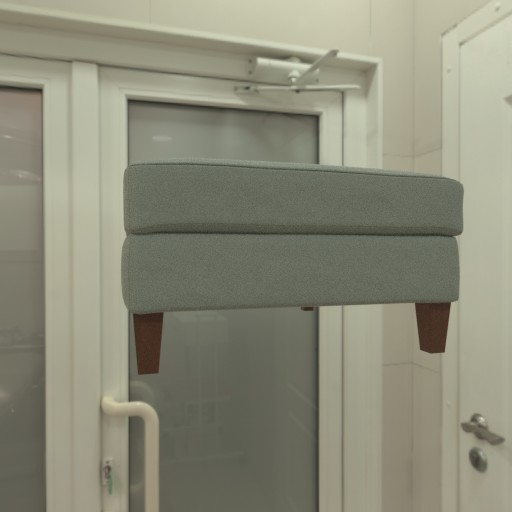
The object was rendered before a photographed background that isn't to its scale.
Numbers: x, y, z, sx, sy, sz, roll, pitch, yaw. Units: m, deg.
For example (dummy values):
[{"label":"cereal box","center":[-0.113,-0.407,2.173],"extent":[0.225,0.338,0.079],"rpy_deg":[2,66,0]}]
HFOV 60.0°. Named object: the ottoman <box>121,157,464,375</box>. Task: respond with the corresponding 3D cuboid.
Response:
[{"label":"ottoman","center":[0.000,0.000,1.469],"extent":[0.842,0.494,0.991],"rpy_deg":[0,1,-16]}]
